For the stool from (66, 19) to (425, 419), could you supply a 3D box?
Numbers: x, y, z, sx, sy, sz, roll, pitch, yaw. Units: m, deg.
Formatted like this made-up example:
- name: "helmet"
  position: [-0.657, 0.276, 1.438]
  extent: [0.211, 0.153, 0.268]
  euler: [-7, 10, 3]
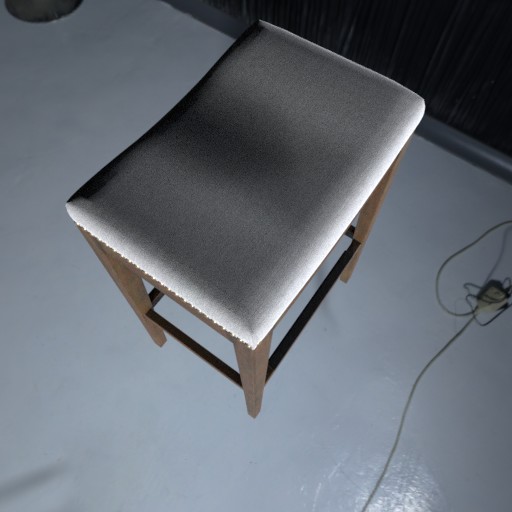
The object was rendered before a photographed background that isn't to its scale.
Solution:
- name: "stool"
  position: [0.000, 0.000, 0.985]
  extent: [0.356, 0.762, 0.508]
  euler: [33, 69, 14]
